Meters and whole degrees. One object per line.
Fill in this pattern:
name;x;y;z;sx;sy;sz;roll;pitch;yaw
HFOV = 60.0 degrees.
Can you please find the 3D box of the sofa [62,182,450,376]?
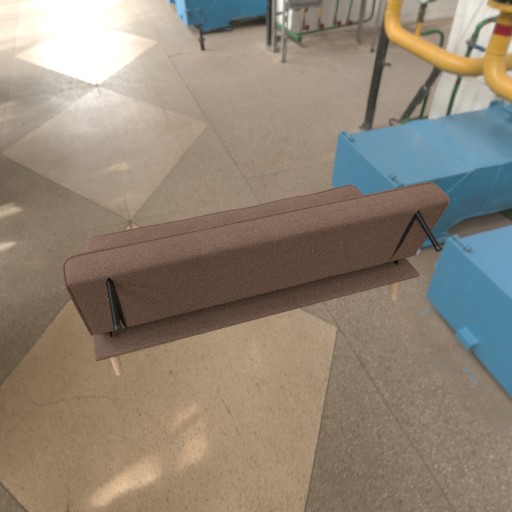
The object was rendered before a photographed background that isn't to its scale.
sofa;0.000;0.000;2.413;1.820;0.810;1.038;-13;44;-14
